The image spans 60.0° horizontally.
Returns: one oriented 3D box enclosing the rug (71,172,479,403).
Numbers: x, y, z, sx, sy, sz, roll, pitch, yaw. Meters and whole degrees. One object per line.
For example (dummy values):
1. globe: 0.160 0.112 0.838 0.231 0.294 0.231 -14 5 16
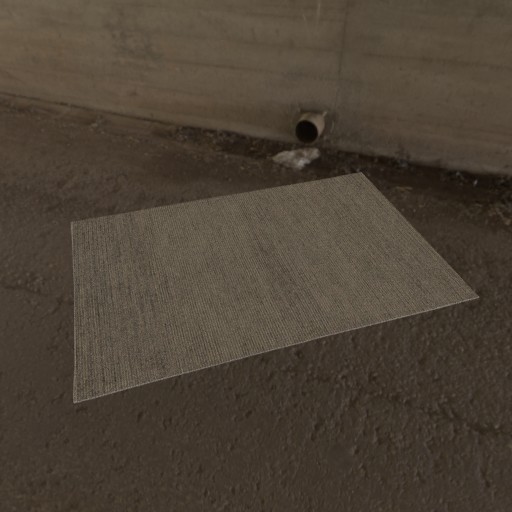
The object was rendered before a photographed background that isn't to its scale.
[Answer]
1. rug: 0.000 0.000 2.220 1.773 0.021 1.149 -12 43 -13
